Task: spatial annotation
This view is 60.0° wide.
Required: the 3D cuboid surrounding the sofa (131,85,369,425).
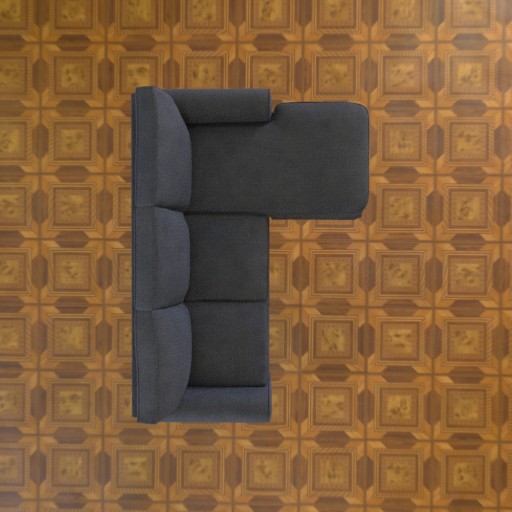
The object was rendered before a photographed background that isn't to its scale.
[{"bbox_3d":[0.000,0.000,3.499,1.780,1.063,2.567,0,90,1],"label":"sofa"}]
